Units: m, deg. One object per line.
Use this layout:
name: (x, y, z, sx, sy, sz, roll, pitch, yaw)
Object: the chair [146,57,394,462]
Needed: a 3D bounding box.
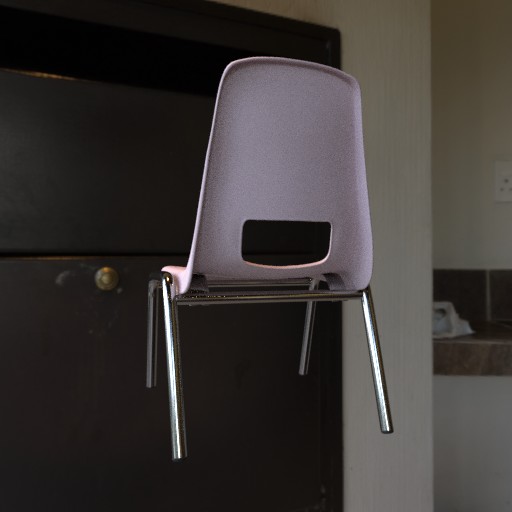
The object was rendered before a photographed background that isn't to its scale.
chair: (0.000, 0.000, 0.780, 0.354, 0.536, 0.385, 0, 0, -17)
